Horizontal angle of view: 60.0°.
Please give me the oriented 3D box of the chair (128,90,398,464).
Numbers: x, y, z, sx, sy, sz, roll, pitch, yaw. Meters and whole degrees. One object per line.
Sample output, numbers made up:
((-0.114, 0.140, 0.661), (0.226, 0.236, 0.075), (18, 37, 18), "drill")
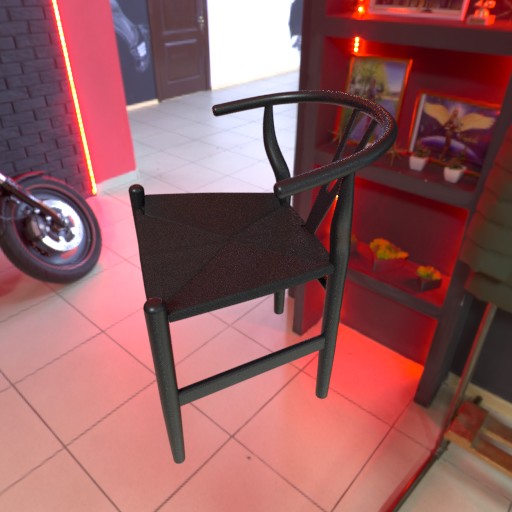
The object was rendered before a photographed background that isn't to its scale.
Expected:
((0.000, 0.000, 1.137), (0.579, 0.730, 0.569), (-9, 34, -14), "chair")
